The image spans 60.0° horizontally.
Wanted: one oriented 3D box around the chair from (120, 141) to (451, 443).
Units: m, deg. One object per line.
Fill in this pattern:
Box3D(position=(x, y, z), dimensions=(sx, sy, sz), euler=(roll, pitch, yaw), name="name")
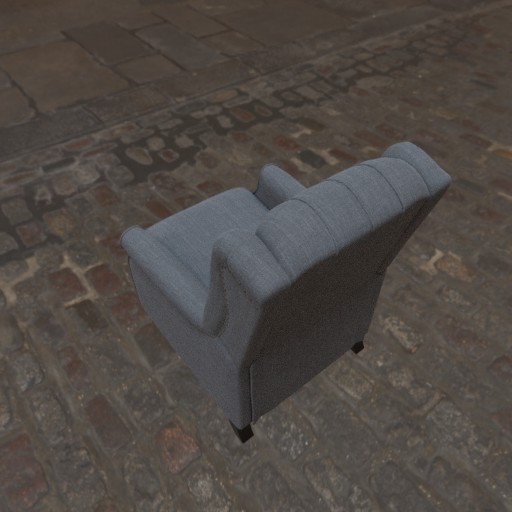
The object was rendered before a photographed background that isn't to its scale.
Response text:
Box3D(position=(0.000, 0.000, 1.607), dimensions=(0.742, 1.035, 0.898), euler=(-30, 52, -26), name="chair")
